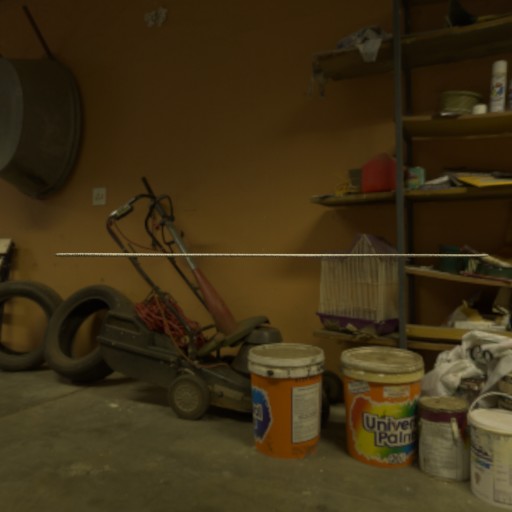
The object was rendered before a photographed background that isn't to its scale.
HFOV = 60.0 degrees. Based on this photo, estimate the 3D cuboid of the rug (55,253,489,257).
[{"bbox_3d":[0.000,0.000,4.372,3.381,0.026,2.436,0,0,-18],"label":"rug"}]
